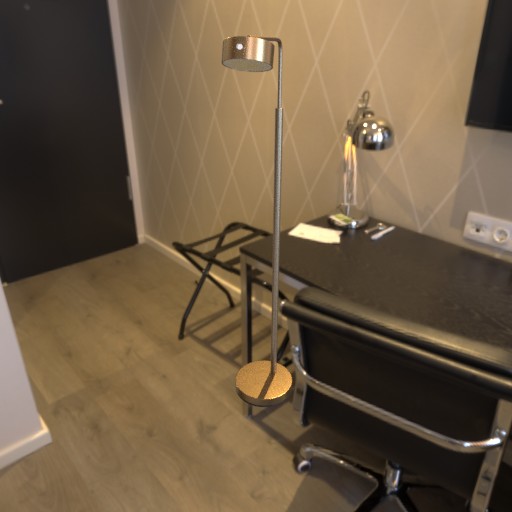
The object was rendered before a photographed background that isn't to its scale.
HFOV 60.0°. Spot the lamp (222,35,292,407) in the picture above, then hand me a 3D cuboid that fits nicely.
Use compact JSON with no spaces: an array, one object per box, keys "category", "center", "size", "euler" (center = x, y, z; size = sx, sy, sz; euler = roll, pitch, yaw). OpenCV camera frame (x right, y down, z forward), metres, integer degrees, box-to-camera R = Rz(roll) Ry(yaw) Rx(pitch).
[{"category":"lamp","center":[0.000,0.000,1.383],"size":[0.219,1.230,0.418],"euler":[8,27,16]}]
